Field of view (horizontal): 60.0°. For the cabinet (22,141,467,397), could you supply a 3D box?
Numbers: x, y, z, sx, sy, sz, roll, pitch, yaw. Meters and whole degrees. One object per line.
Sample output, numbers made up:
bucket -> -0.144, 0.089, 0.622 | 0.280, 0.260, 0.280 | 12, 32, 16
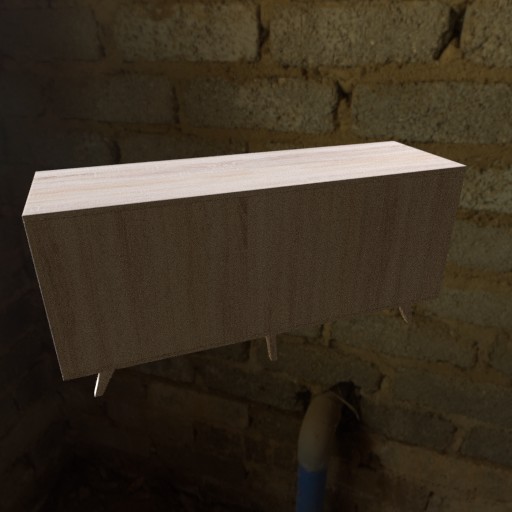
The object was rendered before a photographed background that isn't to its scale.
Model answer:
cabinet -> 0.000, 0.000, 1.945 | 1.650, 0.780, 0.500 | -9, 28, -18
